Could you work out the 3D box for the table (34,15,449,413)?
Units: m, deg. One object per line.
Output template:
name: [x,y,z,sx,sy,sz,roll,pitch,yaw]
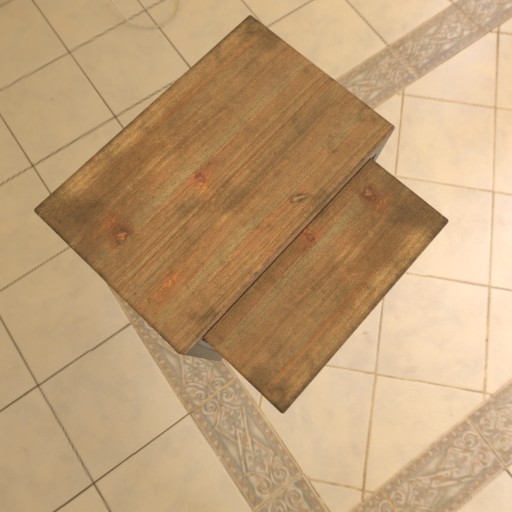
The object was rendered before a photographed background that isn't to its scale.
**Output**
table: [0.000,0.000,0.917,0.460,0.615,0.456,44,80,10]
